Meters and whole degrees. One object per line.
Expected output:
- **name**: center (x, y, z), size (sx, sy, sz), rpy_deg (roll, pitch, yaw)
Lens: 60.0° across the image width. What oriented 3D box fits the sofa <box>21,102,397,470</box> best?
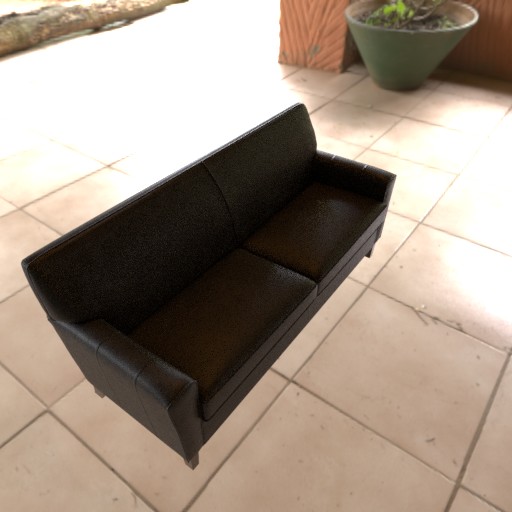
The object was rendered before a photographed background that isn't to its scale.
- **sofa**: center (0.000, 0.000, 2.468), size (0.805, 0.947, 2.053), rpy_deg (26, 47, 27)
